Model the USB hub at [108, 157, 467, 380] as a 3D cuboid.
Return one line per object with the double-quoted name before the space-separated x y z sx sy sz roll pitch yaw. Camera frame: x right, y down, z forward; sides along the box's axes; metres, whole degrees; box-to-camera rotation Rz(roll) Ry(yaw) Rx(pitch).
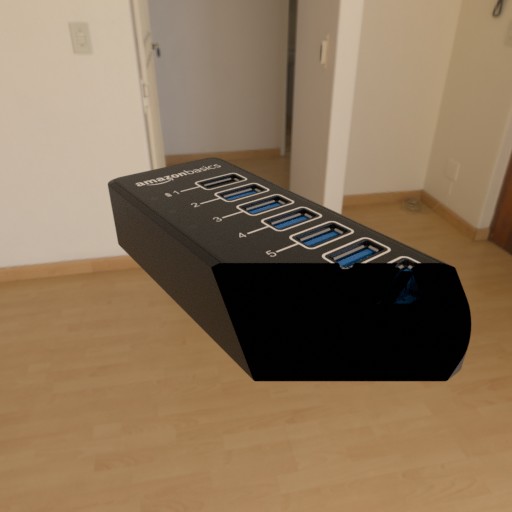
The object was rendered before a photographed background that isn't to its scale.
"USB hub" 0.000 0.000 0.125 0.044 0.023 0.110 -21 36 -31
